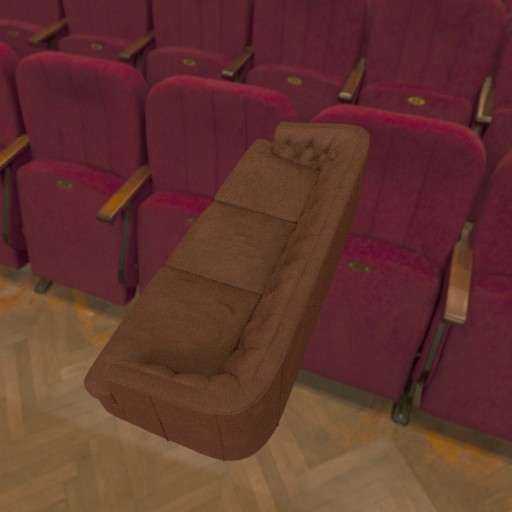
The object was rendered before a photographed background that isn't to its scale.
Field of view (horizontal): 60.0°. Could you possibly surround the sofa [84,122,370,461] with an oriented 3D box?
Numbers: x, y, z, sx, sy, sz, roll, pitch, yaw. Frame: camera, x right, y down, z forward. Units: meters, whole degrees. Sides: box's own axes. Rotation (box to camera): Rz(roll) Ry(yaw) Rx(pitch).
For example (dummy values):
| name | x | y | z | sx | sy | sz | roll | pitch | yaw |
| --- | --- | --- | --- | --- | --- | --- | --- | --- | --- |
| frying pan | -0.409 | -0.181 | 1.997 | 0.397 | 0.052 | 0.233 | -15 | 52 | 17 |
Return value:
| name | x | y | z | sx | sy | sz | roll | pitch | yaw |
| --- | --- | --- | --- | --- | --- | --- | --- | --- | --- |
| sofa | 0.000 | 0.000 | 2.691 | 0.927 | 0.787 | 2.227 | 16 | 50 | 15 |
